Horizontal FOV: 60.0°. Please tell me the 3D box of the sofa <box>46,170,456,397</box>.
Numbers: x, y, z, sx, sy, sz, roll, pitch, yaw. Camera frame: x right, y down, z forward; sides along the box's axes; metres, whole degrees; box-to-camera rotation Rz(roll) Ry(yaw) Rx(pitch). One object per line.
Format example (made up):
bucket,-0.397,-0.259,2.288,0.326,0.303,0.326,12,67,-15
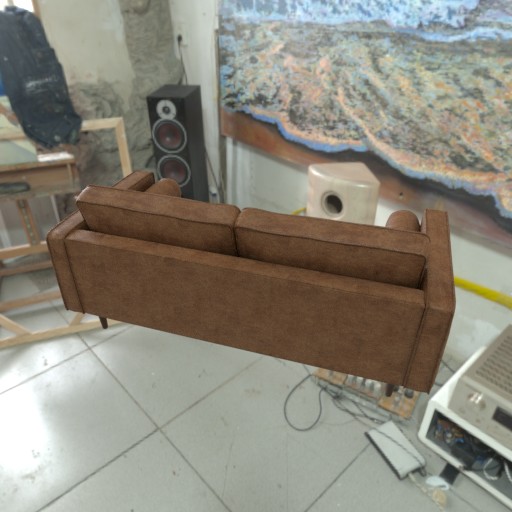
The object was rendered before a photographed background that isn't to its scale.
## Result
sofa,0.000,0.000,2.394,1.920,0.825,0.924,10,34,15
